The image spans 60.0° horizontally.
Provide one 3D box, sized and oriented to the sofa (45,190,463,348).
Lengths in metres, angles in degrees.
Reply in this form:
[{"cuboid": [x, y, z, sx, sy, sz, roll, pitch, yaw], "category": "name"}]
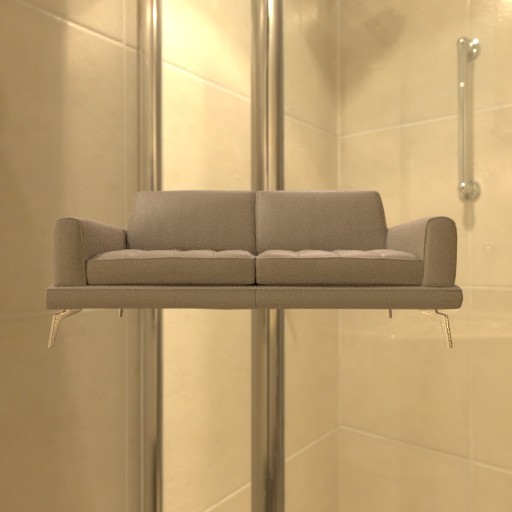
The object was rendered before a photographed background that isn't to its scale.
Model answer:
[{"cuboid": [0.000, 0.000, 2.787, 2.177, 0.930, 1.121, 0, 0, 1], "category": "sofa"}]
